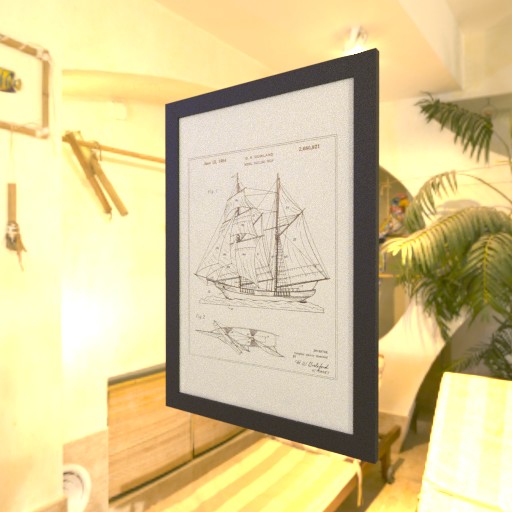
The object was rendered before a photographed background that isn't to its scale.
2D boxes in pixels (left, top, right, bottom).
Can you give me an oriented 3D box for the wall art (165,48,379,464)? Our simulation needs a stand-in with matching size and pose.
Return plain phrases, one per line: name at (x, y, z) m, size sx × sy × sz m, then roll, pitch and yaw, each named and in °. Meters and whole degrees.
wall art at (0.000, 0.000, 0.680) m, size 0.381 × 0.534 × 0.013 m, roll 0°, pitch 1°, yaw 35°
